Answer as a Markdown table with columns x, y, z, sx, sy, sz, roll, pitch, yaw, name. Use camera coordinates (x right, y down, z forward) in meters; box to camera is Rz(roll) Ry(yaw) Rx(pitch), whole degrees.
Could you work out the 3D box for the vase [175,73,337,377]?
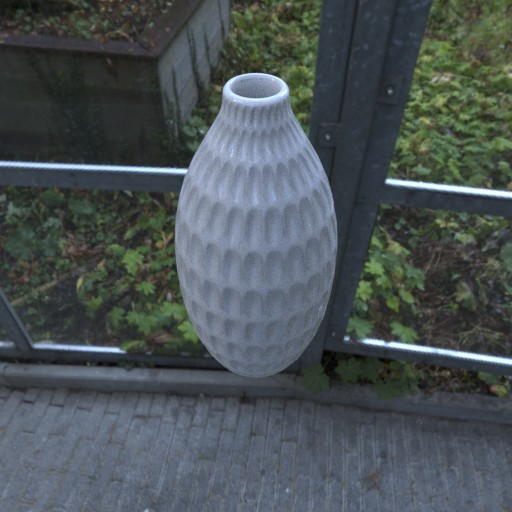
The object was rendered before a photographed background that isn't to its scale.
| x | y | z | sx | sy | sz | roll | pitch | yaw | name |
| --- | --- | --- | --- | --- | --- | --- | --- | --- | --- |
| 0.000 | 0.000 | 0.357 | 0.127 | 0.282 | 0.127 | 0 | 46 | 0 | vase |
